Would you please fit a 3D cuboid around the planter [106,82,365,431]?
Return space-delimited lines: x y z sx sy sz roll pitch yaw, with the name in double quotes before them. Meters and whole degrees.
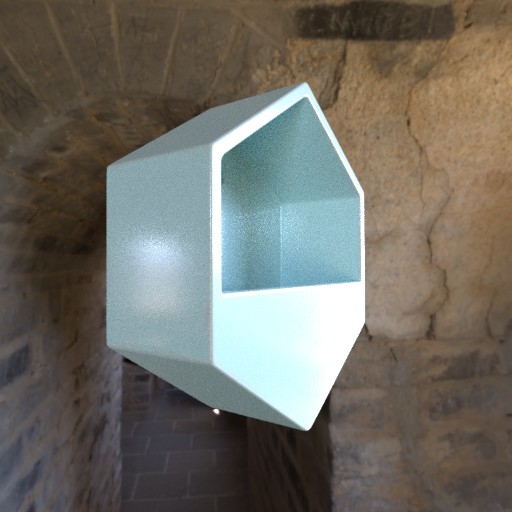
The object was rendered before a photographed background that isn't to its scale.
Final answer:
"planter" 0.000 0.000 0.285 0.078 0.207 0.169 -1 -1 37
